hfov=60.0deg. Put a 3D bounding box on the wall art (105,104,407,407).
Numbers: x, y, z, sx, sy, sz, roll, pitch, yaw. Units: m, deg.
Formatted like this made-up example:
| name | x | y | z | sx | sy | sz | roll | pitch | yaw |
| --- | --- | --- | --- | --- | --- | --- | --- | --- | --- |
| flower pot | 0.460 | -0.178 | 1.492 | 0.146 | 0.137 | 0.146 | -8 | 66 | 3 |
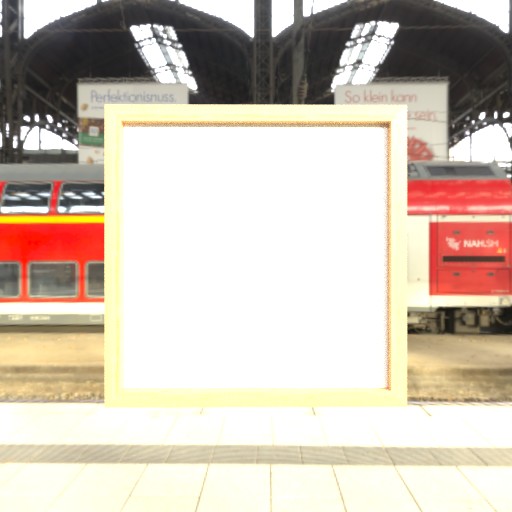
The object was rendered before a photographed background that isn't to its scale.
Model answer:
| name | x | y | z | sx | sy | sz | roll | pitch | yaw |
| --- | --- | --- | --- | --- | --- | --- | --- | --- | --- |
| wall art | 0.000 | 0.000 | 0.458 | 0.303 | 0.303 | 0.028 | 0 | 0 | 0 |
